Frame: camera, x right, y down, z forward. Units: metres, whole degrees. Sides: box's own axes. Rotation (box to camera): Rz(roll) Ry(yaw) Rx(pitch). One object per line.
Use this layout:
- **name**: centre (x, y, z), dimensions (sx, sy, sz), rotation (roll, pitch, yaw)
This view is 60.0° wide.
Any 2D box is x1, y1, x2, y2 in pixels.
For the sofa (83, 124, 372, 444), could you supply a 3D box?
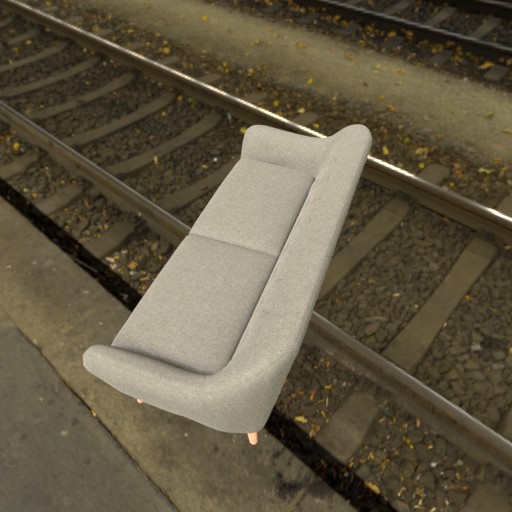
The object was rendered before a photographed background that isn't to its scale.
- **sofa**: centre (0.000, 0.000, 2.300), dimensions (0.820, 0.820, 1.840), rotation (15, 48, 14)
